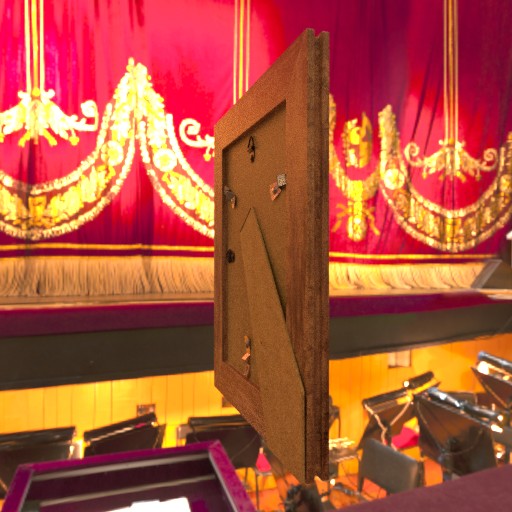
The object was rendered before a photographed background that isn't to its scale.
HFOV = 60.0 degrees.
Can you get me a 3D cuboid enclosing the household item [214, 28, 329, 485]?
[{"bbox_3d":[0.000,0.000,0.319,0.018,0.237,0.186,0,0,-20],"label":"household item"}]
